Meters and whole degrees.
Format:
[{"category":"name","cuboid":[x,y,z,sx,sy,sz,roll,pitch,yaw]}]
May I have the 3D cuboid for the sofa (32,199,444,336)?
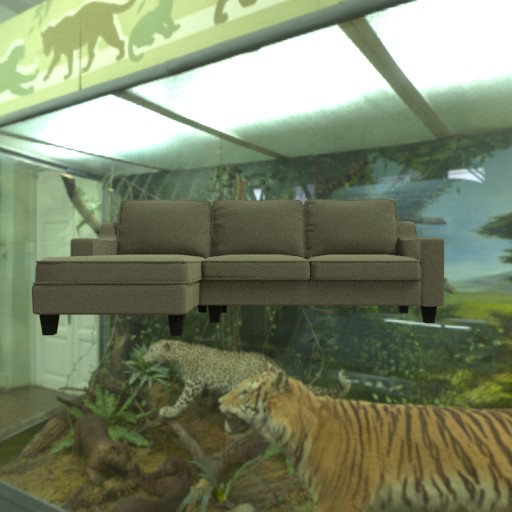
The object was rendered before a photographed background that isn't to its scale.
[{"category":"sofa","cuboid":[0.000,0.000,3.146,2.561,0.928,1.294,0,0,1]}]
